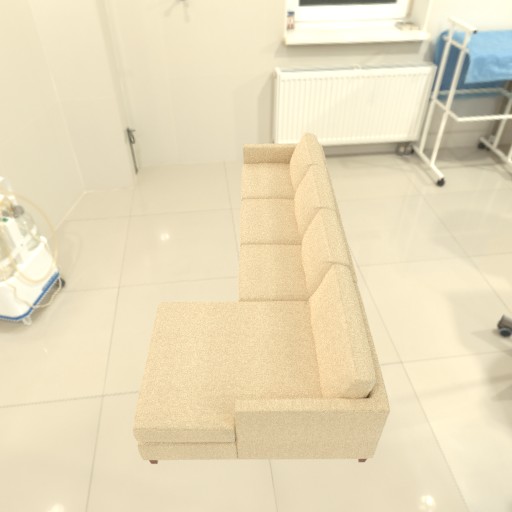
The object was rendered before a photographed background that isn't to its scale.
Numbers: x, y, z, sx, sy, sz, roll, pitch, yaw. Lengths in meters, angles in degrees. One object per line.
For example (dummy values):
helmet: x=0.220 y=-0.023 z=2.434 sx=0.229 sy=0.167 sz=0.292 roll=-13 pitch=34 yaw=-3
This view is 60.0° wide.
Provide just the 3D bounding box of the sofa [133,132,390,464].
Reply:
sofa: x=0.000 y=0.000 z=4.089 sx=1.603 sy=0.954 sz=3.471 roll=0 pitch=41 yaw=0
